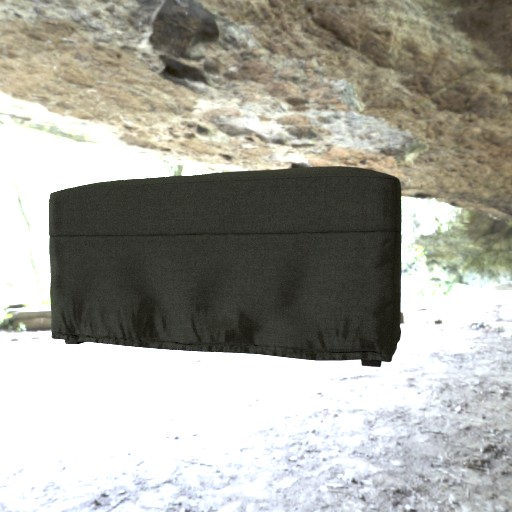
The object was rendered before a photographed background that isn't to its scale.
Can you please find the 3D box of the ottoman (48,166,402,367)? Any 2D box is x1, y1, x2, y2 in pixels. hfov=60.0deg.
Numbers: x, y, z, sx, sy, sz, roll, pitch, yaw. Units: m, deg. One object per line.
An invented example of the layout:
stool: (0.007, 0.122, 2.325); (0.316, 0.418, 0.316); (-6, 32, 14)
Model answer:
ottoman: (0.000, 0.000, 1.347); (0.840, 0.436, 0.843); (0, 0, 17)
